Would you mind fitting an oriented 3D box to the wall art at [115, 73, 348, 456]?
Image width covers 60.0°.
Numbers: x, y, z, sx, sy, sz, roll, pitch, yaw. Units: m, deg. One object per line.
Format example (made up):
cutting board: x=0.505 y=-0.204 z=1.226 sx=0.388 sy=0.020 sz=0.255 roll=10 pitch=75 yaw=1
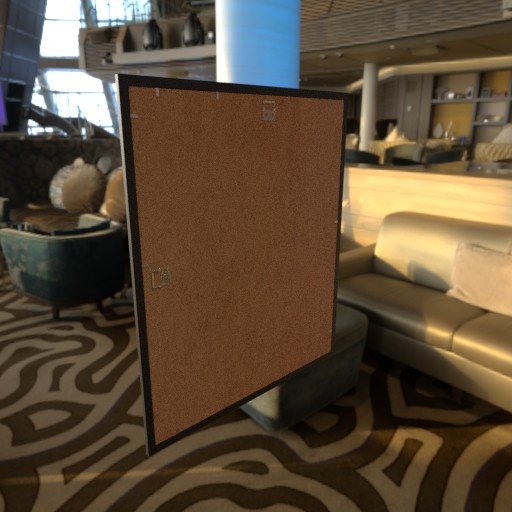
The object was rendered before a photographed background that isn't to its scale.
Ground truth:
wall art: x=0.000 y=0.000 z=0.917 sx=0.559 sy=0.660 sz=0.018 roll=-15 pitch=22 yaw=-41
